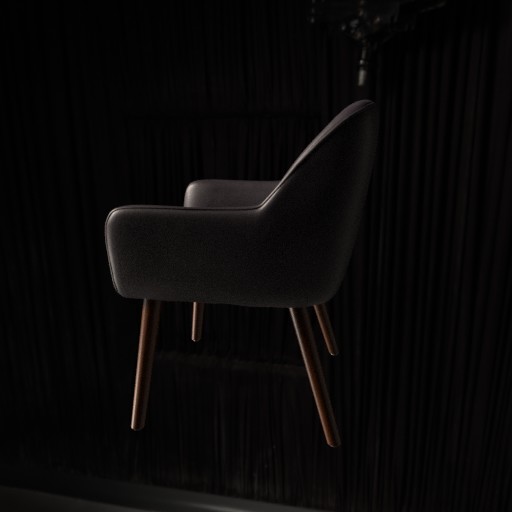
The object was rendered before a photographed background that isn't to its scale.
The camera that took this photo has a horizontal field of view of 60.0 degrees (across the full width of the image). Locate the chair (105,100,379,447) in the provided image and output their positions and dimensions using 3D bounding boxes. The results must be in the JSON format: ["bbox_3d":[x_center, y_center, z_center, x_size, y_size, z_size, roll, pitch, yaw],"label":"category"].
[{"bbox_3d":[0.000,0.000,1.270,0.610,0.828,0.610,3,16,9],"label":"chair"}]
